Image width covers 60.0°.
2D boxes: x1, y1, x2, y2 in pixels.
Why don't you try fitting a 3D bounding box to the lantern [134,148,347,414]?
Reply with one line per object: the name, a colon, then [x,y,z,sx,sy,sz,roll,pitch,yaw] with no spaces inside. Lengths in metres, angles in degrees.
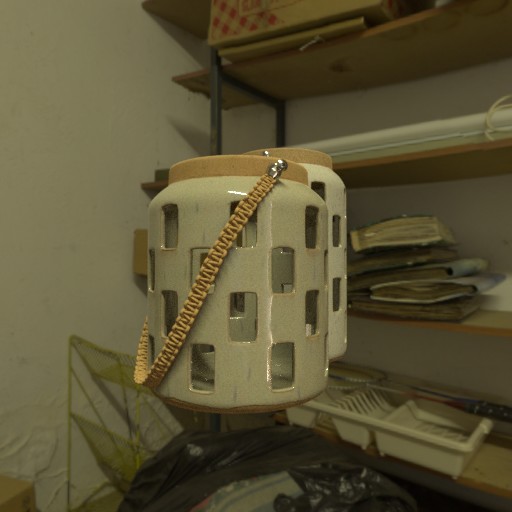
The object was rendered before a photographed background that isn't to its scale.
lantern: [0.000,0.000,0.498,0.184,0.255,0.347,0,-1,18]
